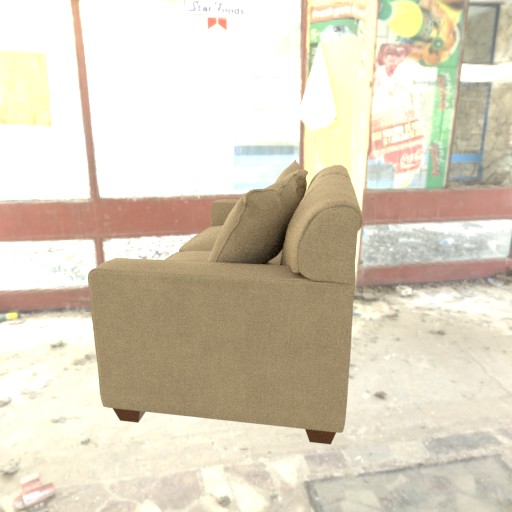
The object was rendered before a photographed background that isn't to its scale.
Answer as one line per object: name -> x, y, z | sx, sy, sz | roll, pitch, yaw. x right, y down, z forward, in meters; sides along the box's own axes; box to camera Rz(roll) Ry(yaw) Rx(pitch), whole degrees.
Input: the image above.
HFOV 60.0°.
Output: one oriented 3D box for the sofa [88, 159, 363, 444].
sofa -> 0.000, 0.000, 2.427 | 0.998, 0.958, 1.846 | 3, 15, 9
